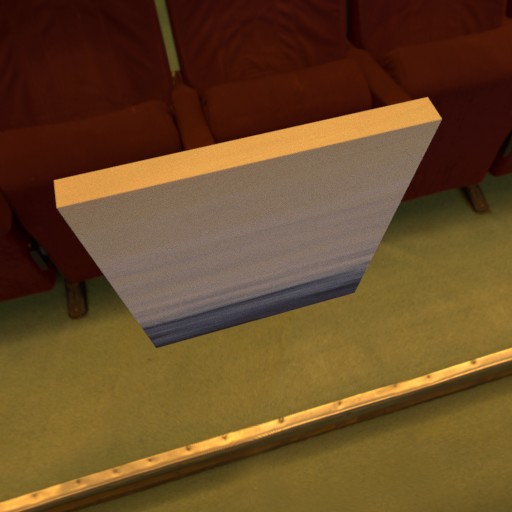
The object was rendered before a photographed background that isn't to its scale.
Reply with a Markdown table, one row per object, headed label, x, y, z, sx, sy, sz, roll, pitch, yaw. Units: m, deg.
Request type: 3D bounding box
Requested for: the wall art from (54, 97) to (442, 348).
| label | x | y | z | sx | sy | sz | roll | pitch | yaw |
| --- | --- | --- | --- | --- | --- | --- | --- | --- | --- |
| wall art | 0.000 | 0.000 | 0.715 | 0.435 | 0.511 | 0.037 | -15 | 63 | -8 |
